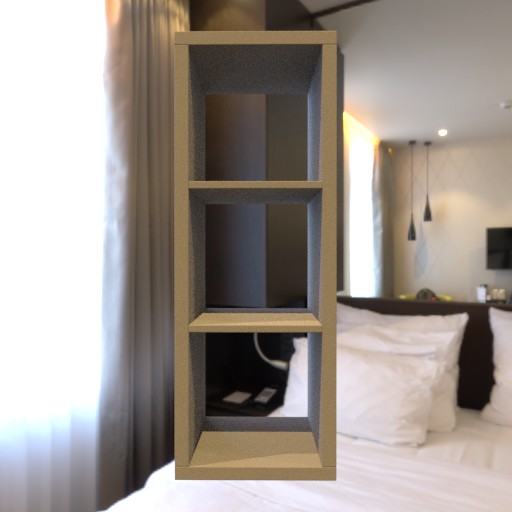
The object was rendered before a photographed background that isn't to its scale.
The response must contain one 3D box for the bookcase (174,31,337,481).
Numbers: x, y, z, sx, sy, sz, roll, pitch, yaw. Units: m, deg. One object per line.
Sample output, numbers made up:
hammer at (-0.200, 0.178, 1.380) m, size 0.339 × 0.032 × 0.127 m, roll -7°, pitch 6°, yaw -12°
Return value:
bookcase at (0.000, 0.000, 1.230) m, size 0.390 × 1.080 × 0.330 m, roll 0°, pitch 0°, yaw 0°
